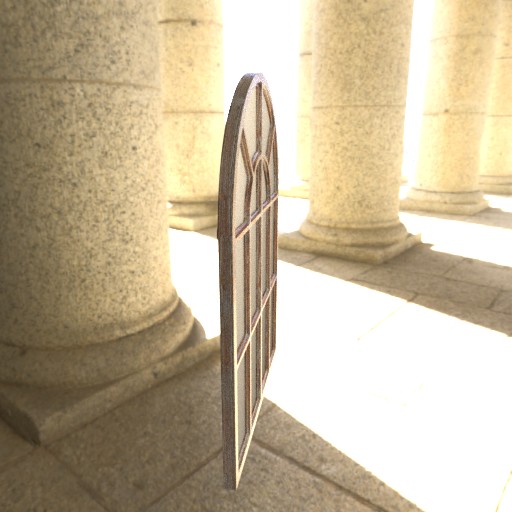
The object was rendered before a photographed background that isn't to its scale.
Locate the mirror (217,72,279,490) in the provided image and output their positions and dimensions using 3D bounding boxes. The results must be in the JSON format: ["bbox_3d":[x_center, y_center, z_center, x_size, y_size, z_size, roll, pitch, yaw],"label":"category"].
[{"bbox_3d":[0.000,0.000,1.194,0.032,0.920,0.660,3,17,10],"label":"mirror"}]
